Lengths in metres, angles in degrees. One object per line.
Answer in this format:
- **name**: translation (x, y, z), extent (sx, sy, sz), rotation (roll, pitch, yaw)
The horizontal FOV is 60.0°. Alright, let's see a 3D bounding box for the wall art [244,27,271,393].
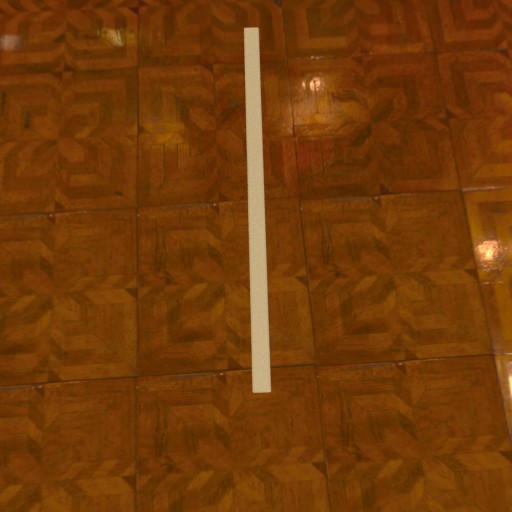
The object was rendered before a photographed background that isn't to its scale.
- **wall art**: translation (0.000, 0.000, 1.627), extent (0.038, 1.212, 0.914), rotation (-1, 75, 0)
